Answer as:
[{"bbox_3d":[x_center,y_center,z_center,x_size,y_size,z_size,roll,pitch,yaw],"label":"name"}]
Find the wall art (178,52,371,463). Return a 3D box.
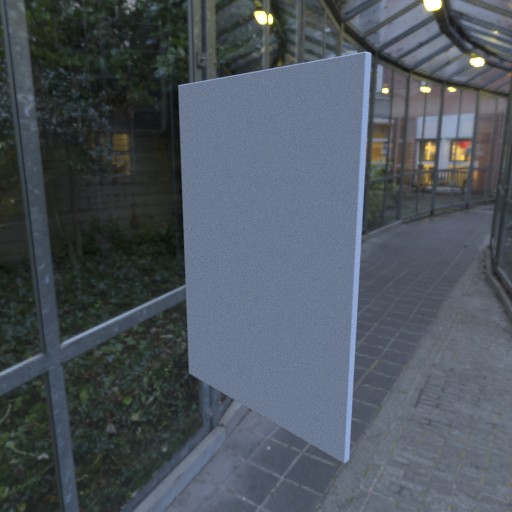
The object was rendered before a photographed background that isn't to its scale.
[{"bbox_3d":[0.000,0.000,0.621,0.011,0.482,0.329,-13,18,-43],"label":"wall art"}]
